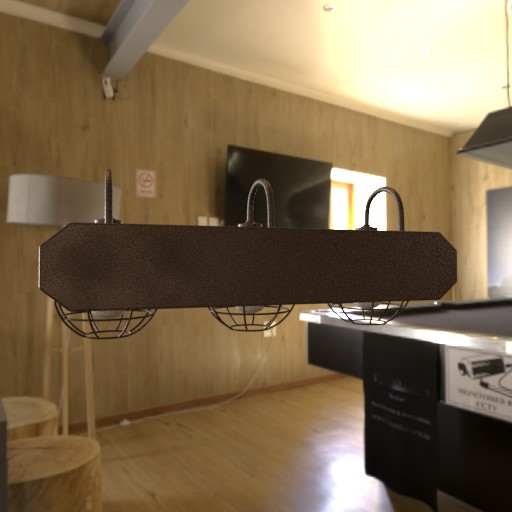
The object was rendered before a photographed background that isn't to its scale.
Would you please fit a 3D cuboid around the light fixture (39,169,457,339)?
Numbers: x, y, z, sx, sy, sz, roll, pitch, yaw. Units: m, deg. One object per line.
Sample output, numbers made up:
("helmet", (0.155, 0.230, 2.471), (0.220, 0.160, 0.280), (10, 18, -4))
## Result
("light fixture", (0.000, 0.000, 0.749), (0.634, 0.254, 0.229), (0, -1, -18))
